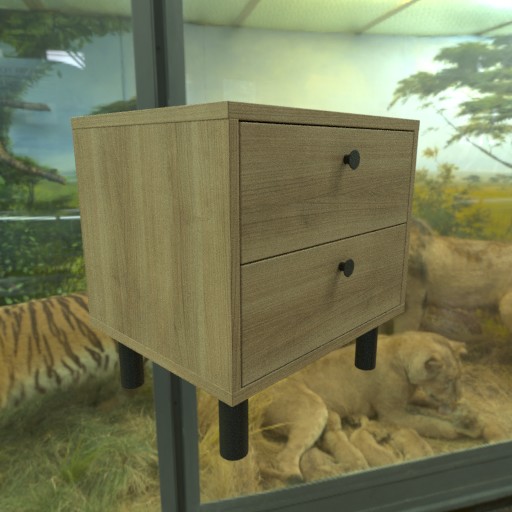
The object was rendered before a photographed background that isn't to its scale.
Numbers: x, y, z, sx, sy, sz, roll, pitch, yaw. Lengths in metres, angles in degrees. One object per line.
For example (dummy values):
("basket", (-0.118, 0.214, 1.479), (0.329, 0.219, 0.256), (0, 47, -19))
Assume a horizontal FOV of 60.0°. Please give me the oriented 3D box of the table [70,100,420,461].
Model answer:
("table", (0.000, 0.000, 0.776), (0.380, 0.460, 0.445), (13, 19, 42))
